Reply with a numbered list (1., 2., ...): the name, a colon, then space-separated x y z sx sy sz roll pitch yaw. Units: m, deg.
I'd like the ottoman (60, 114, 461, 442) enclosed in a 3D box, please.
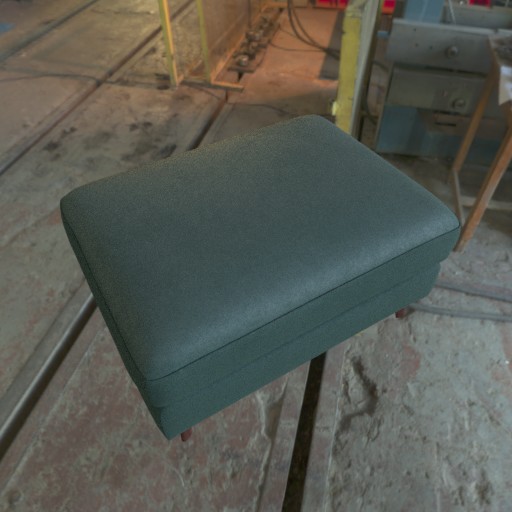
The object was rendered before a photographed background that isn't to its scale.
1. ottoman: 0.000 0.000 1.158 0.811 0.449 0.608 -23 50 -21
